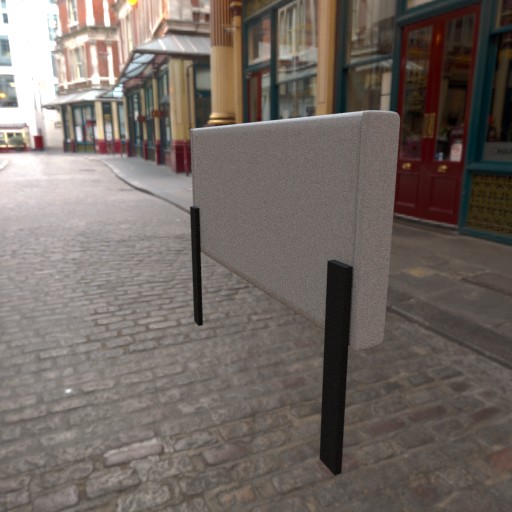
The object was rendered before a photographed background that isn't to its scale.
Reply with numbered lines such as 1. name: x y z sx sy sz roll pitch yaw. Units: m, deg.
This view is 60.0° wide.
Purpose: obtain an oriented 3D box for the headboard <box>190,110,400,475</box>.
1. headboard: 0.000 0.000 2.650 0.184 1.524 2.051 -7 16 -25
